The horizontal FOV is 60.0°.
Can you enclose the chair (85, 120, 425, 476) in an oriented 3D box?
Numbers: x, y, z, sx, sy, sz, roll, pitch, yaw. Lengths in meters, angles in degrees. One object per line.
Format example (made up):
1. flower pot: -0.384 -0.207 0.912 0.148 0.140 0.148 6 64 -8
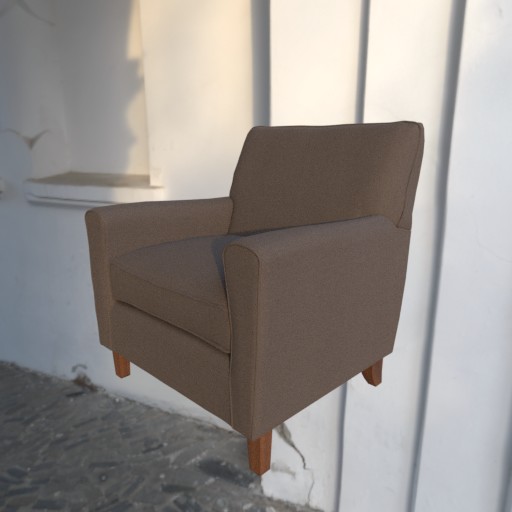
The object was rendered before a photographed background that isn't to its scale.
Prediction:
1. chair: 0.000 0.000 1.553 0.836 0.911 0.831 14 20 42
